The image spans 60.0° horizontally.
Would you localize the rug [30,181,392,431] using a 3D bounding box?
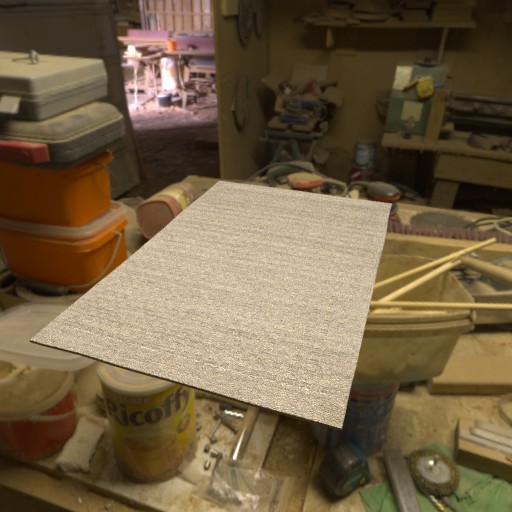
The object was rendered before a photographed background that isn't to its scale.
[{"bbox_3d":[0.000,0.000,2.874,1.532,0.018,2.297,10,32,17],"label":"rug"}]
